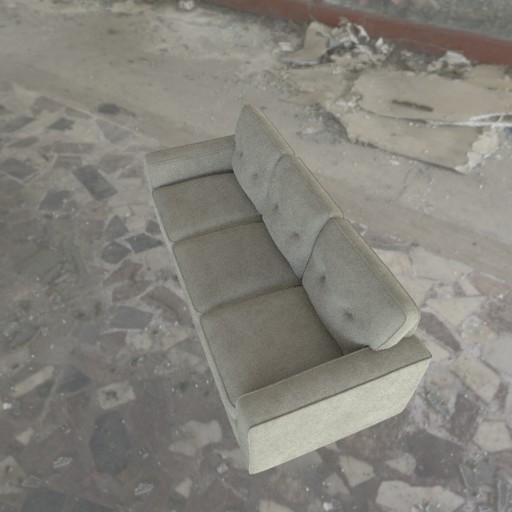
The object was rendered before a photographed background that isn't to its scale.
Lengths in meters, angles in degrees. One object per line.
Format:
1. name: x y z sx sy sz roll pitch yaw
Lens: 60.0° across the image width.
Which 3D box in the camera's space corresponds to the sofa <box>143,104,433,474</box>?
1. sofa: 0.000 0.000 2.708 0.939 0.965 2.133 -16 49 -15
